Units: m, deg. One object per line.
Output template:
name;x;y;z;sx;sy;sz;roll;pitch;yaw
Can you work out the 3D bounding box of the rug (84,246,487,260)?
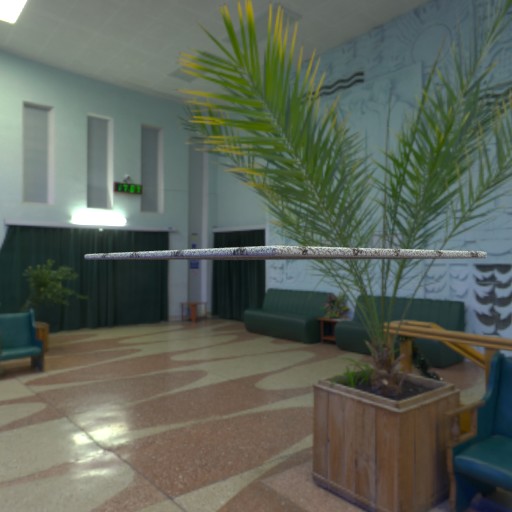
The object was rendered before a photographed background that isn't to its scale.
rug;0.000;0.000;2.289;1.219;0.030;1.778;1;-1;-37
